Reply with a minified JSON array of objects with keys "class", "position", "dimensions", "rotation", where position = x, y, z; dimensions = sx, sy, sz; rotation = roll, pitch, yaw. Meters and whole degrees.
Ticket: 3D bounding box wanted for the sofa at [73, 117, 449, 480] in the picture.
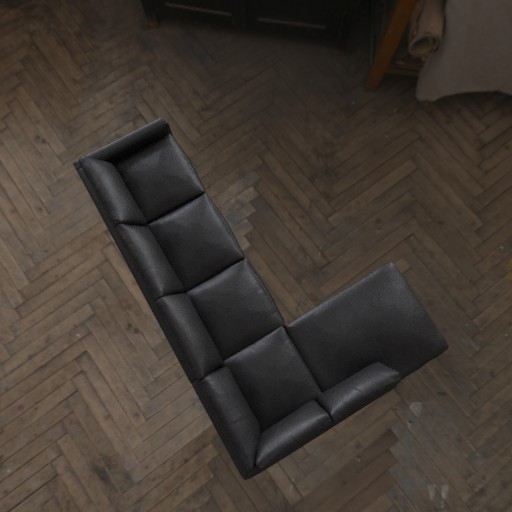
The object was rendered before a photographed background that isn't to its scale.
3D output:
[{"class":"sofa","position":[0.000,0.000,3.846],"dimensions":[1.938,0.877,2.984],"rotation":[-30,78,-7]}]
